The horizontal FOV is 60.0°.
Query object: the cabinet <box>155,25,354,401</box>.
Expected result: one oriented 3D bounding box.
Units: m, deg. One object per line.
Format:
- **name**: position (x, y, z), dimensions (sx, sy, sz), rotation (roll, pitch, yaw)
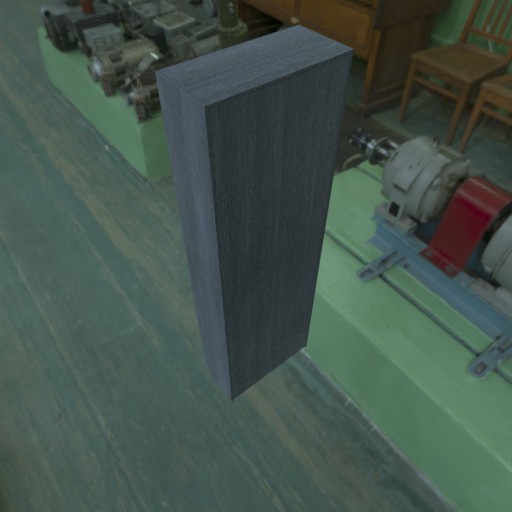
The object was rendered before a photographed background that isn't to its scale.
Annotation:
- **cabinet**: position (0.000, 0.000, 1.836), dimensions (0.520, 1.630, 0.255), rotation (-31, 54, -25)
